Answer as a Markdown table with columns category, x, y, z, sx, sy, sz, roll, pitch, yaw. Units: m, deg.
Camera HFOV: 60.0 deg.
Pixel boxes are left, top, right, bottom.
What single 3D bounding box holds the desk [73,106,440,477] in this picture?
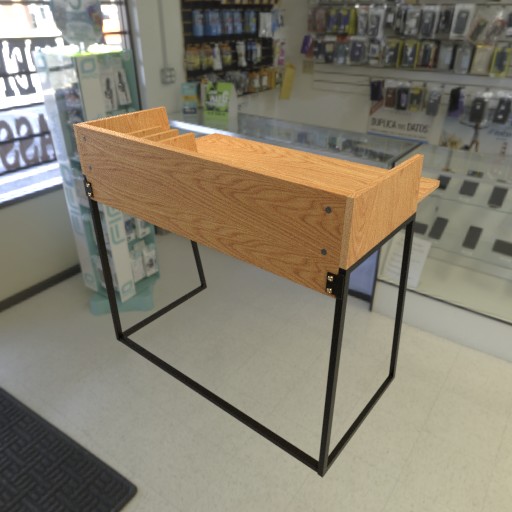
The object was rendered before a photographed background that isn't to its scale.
| category | x | y | z | sx | sy | sz | roll | pitch | yaw |
| --- | --- | --- | --- | --- | --- | --- | --- | --- | --- |
| desk | 0.000 | 0.000 | 1.880 | 1.191 | 1.061 | 0.769 | 21 | 36 | 33 |
